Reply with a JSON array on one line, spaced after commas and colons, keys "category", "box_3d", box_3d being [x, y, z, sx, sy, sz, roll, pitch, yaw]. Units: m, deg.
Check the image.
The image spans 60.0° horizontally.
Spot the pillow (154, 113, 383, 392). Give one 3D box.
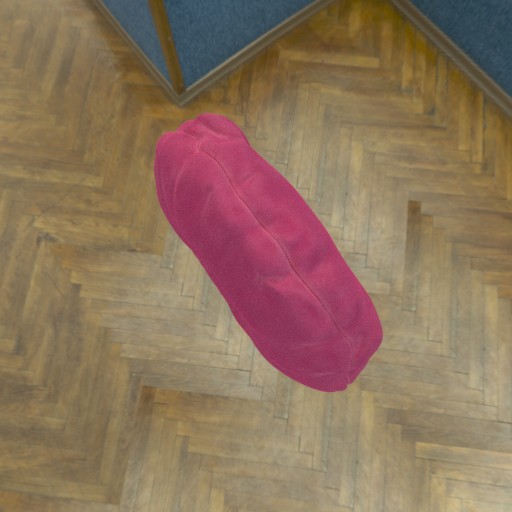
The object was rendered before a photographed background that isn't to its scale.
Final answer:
[{"category": "pillow", "box_3d": [0.000, 0.000, 0.631, 0.148, 0.407, 0.428, -35, 78, -8]}]
